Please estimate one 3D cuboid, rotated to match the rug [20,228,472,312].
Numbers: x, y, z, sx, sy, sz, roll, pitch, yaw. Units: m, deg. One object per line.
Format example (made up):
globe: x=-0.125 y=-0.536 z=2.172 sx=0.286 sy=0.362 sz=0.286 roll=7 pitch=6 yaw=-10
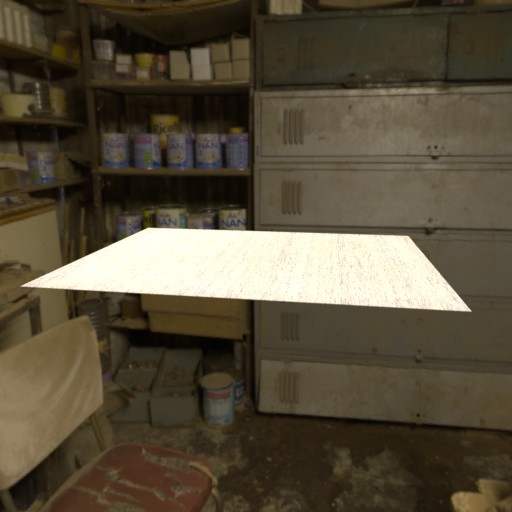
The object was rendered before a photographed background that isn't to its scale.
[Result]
rug: x=0.000 y=0.000 z=4.255 sx=3.197 sy=0.006 sz=2.438 roll=2 pitch=14 yaw=9
